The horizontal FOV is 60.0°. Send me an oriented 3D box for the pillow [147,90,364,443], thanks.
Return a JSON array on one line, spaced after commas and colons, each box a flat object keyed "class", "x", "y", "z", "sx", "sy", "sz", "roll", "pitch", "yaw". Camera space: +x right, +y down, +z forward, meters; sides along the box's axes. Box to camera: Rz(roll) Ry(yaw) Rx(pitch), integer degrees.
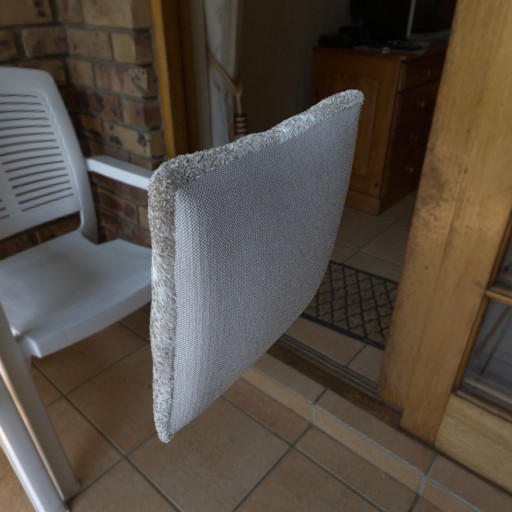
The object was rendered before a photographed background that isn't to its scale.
[{"class": "pillow", "x": 0.000, "y": 0.000, "z": 0.810, "sx": 0.218, "sy": 0.515, "sz": 0.529, "roll": 20, "pitch": 37, "yaw": 29}]
